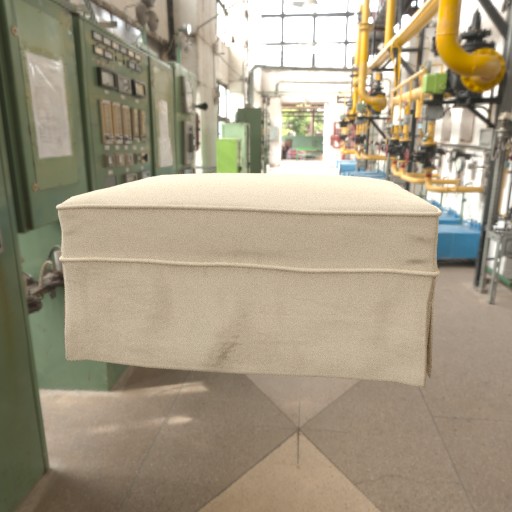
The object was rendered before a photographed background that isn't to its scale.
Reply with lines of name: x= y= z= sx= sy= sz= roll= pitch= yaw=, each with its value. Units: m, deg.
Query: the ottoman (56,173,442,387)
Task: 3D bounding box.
ottoman: x=0.000 y=0.000 z=1.350 sx=0.944 sy=0.479 sz=0.703 roll=2 pitch=15 yaw=7
